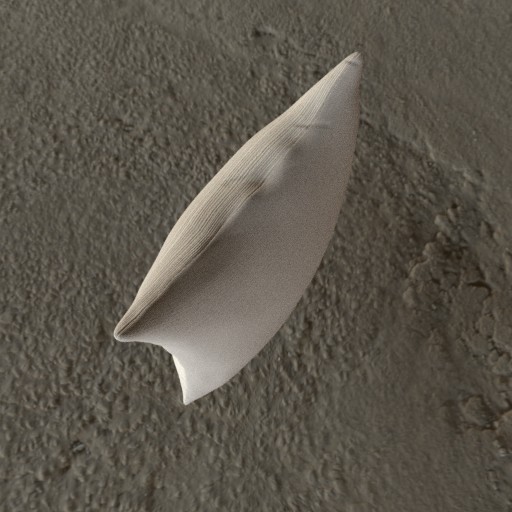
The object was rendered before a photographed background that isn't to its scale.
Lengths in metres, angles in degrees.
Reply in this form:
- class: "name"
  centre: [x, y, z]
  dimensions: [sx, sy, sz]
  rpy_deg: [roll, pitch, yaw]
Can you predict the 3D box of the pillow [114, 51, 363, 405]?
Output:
- class: "pillow"
  centre: [0.000, 0.000, 0.763]
  dimensions: [0.204, 0.497, 0.512]
  rpy_deg: [32, 68, 15]
